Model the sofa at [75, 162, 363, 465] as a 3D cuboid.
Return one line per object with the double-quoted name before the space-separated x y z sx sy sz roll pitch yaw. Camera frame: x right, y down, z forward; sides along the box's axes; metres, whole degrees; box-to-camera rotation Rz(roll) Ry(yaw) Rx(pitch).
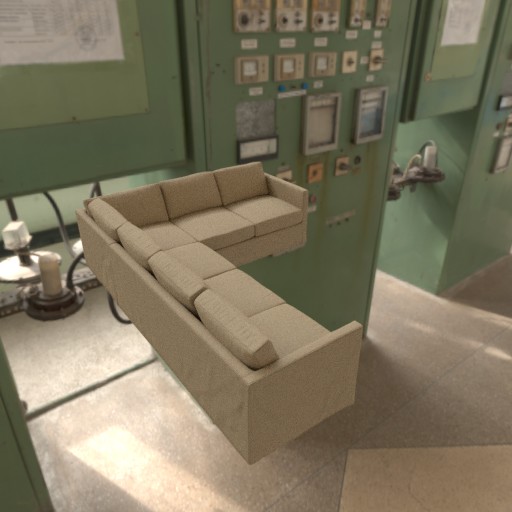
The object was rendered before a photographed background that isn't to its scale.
"sofa" 0.000 0.000 4.277 2.432 0.871 3.182 -19 33 -32
